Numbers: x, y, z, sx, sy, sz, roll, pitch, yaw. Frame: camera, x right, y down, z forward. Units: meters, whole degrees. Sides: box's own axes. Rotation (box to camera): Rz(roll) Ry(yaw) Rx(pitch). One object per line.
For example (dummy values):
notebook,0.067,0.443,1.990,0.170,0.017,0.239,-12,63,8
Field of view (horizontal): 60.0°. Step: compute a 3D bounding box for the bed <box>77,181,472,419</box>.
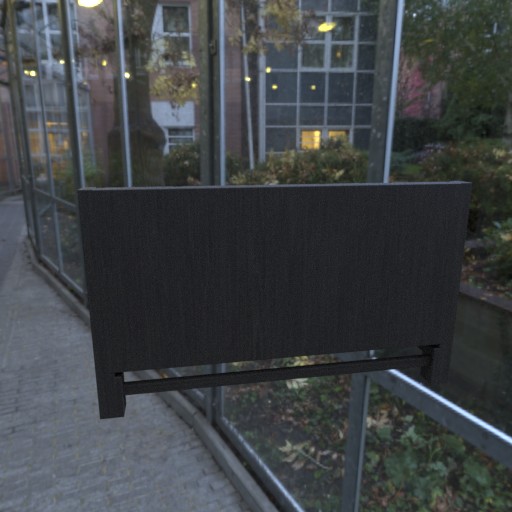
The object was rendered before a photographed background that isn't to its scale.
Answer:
bed,0.000,0.000,3.451,2.134,1.270,2.012,-3,15,-10
